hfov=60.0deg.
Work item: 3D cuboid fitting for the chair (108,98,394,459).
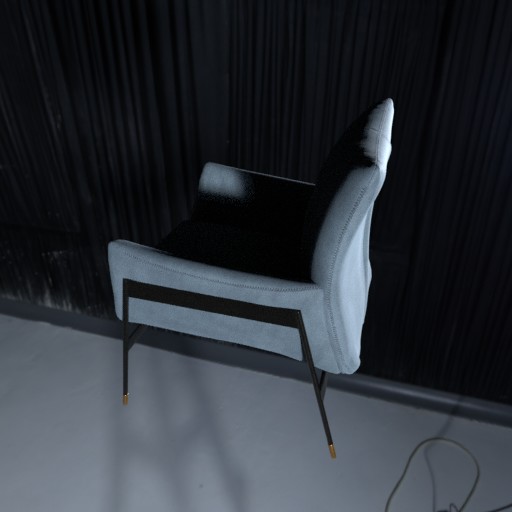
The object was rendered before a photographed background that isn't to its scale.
[{"bbox_3d":[0.000,0.000,1.376,0.709,0.858,0.678,9,31,14],"label":"chair"}]
